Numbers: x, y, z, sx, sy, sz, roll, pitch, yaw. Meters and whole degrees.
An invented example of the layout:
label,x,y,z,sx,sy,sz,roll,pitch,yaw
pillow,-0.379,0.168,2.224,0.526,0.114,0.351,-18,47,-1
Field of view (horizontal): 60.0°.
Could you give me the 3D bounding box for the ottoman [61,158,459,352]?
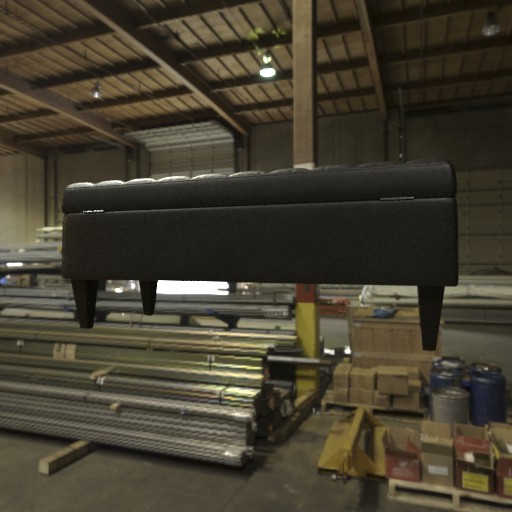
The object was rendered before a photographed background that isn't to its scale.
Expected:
label,x,y,z,sx,sy,sz,roll,pitch,yaw
ottoman,0.000,0.000,1.422,1.151,0.469,0.482,0,0,19
